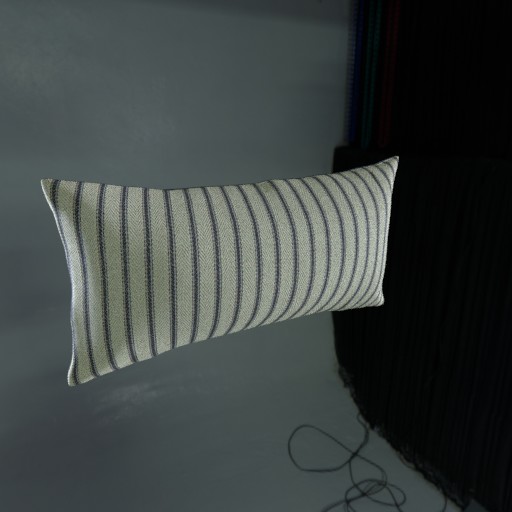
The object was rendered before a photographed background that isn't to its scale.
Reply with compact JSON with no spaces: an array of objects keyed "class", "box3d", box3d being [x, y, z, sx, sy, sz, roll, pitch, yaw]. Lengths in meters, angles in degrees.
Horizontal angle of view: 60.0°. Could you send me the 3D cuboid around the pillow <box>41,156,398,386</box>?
[{"class":"pillow","box3d":[0.000,0.000,0.728,0.609,0.305,0.151,-9,18,-28]}]
